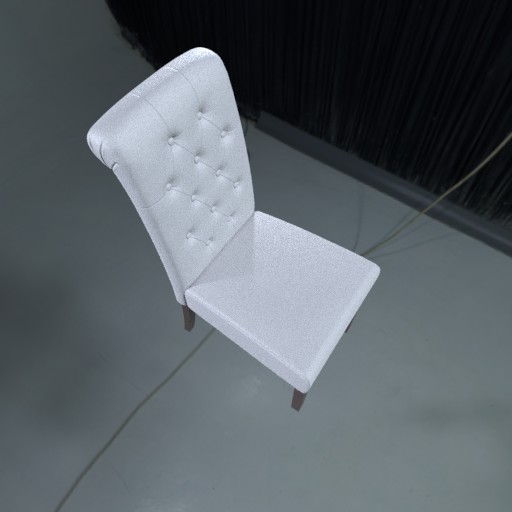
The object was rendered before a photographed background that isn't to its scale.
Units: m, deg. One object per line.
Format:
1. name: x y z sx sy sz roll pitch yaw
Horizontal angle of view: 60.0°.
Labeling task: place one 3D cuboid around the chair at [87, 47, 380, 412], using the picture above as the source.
1. chair: 0.000 0.000 1.366 0.671 1.006 0.456 30 62 18
